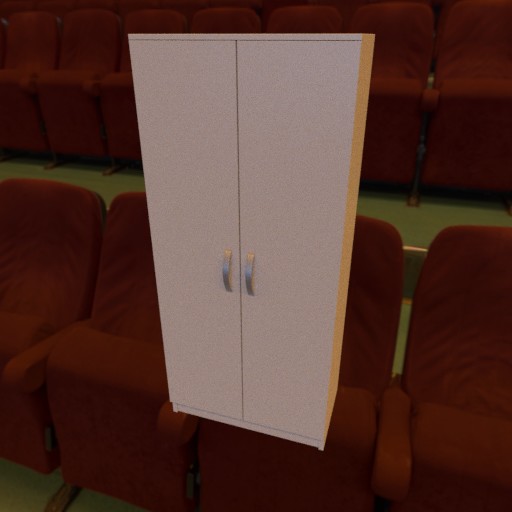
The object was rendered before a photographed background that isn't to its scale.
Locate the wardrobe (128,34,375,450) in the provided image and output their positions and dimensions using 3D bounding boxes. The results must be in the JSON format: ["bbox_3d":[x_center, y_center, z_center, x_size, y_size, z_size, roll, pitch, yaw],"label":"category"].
[{"bbox_3d":[0.000,0.000,1.900,0.760,1.700,0.470,8,28,16],"label":"wardrobe"}]
